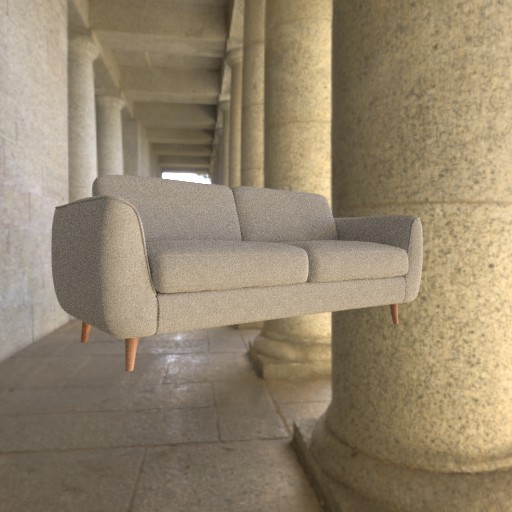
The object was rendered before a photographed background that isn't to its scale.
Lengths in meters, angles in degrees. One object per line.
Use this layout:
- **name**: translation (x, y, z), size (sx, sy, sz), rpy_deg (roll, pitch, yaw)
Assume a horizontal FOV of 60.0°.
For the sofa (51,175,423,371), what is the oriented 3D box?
- **sofa**: translation (0.000, 0.000, 2.473), size (2.000, 0.850, 0.920), rpy_deg (-1, 2, -37)
